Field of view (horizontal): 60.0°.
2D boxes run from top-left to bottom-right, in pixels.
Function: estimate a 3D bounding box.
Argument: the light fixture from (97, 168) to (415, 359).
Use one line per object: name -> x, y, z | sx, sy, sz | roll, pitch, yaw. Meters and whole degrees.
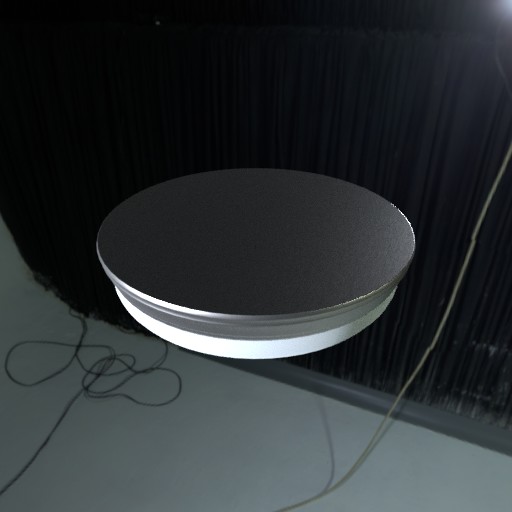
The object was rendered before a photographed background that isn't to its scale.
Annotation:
light fixture -> 0.000, 0.000, 0.559 | 0.368, 0.100, 0.368 | 0, 31, 0
